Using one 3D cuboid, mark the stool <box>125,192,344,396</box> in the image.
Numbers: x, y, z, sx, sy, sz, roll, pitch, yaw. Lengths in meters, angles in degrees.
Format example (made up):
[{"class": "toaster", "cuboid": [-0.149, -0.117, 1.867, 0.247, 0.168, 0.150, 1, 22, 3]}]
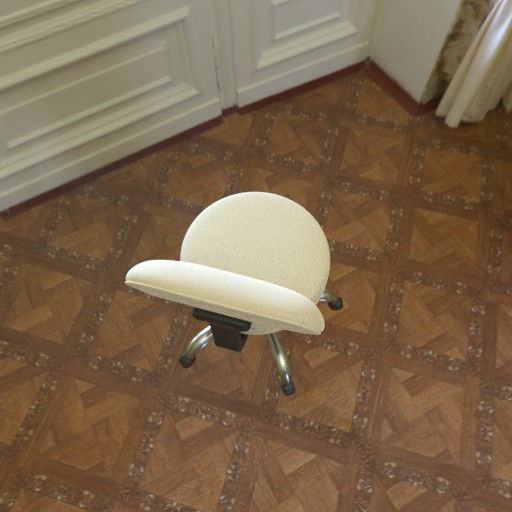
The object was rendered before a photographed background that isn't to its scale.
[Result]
[{"class": "stool", "cuboid": [0.000, 0.000, 1.252, 0.609, 0.810, 0.616, 14, 63, 7]}]
